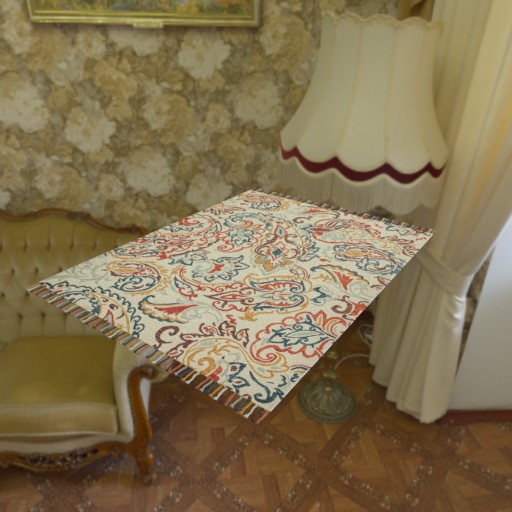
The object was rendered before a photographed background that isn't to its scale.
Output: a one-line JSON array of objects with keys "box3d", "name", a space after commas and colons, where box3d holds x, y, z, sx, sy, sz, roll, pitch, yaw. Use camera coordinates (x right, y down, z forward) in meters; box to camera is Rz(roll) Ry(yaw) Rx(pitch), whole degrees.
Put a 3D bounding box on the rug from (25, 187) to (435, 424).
[{"box3d": [0.000, 0.000, 4.268, 2.439, 0.015, 3.274, 19, 33, 32], "name": "rug"}]
